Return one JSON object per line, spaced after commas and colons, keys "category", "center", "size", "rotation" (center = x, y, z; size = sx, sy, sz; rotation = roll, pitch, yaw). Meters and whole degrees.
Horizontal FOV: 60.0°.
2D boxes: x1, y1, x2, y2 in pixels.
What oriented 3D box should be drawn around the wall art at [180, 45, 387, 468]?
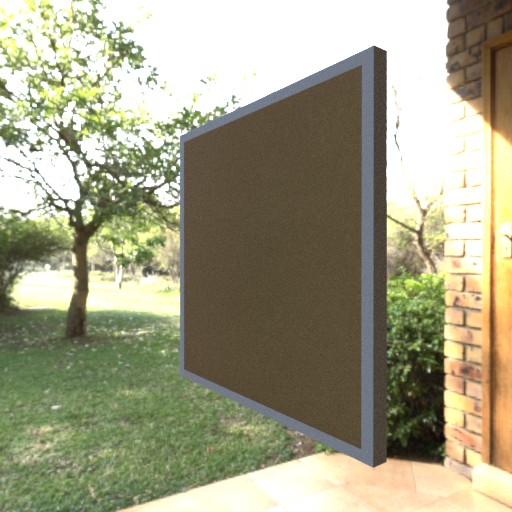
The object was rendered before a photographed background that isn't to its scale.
{"category": "wall art", "center": [0.000, 0.000, 1.115], "size": [0.038, 0.761, 0.763], "rotation": [0, 0, -37]}
